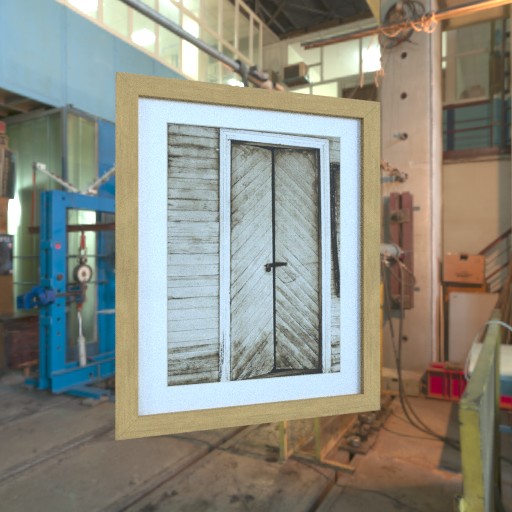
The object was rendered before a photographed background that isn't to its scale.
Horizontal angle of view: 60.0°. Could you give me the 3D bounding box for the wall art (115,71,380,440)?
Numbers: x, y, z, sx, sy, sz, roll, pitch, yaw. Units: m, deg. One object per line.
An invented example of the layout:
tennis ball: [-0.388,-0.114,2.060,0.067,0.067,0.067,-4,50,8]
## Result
wall art: [0.000,0.000,0.516,0.312,0.380,0.030,0,0,-17]
